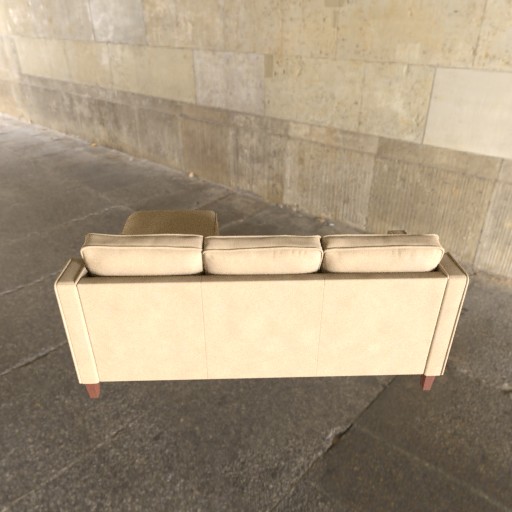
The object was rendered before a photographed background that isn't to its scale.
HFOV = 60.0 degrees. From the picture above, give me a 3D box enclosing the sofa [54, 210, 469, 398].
[{"bbox_3d":[0.000,0.000,3.398,2.317,1.066,1.858,-1,29,-2],"label":"sofa"}]
